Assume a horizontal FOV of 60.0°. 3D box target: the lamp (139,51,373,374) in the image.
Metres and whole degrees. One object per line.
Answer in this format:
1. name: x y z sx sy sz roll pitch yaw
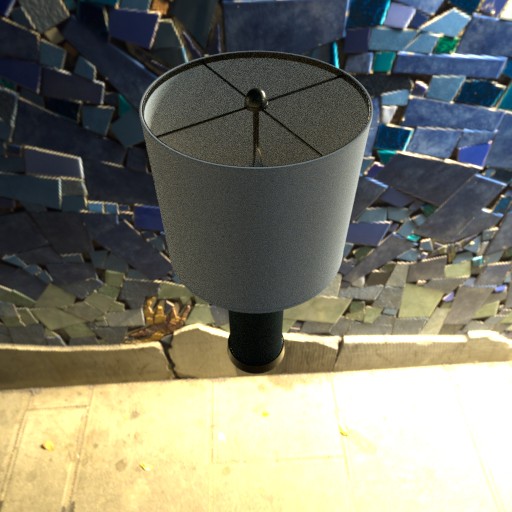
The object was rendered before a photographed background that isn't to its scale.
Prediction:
1. lamp: 0.000 0.000 0.799 0.301 0.630 0.301 9 48 8
